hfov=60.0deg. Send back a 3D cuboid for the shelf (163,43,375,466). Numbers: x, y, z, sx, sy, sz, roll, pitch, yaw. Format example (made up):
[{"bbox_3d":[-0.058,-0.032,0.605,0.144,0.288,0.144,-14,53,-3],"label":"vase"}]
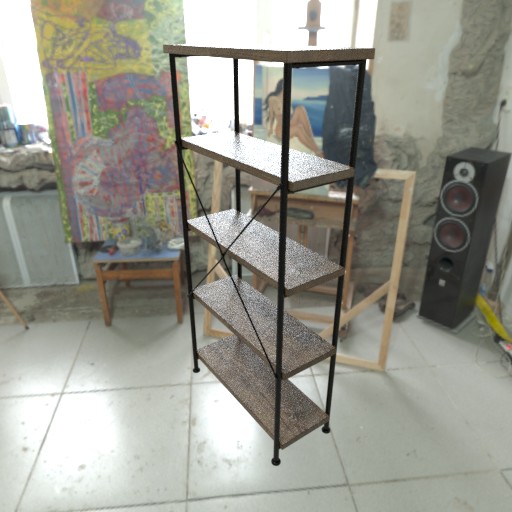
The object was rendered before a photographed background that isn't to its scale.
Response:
[{"bbox_3d":[0.000,0.000,1.986,0.360,1.700,0.800,-18,32,-31],"label":"shelf"}]
